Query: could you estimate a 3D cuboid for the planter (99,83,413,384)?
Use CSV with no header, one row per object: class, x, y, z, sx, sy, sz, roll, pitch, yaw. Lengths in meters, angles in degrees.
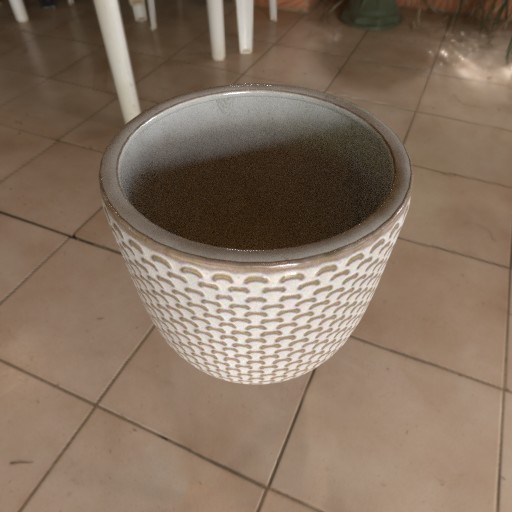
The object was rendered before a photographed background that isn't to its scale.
planter,0.000,0.000,0.348,0.197,0.191,0.197,0,46,0
